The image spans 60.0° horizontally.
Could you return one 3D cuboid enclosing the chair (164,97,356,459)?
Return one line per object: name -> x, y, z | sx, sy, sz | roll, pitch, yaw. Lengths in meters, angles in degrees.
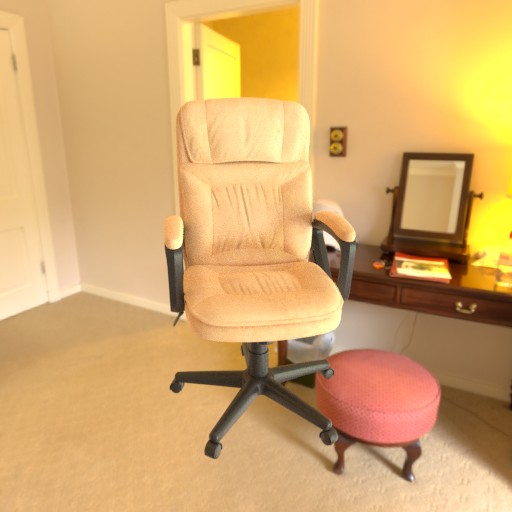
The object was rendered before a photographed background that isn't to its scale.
chair -> 0.000, 0.000, 1.585 | 0.667, 1.105, 0.724 | -3, 17, -9
